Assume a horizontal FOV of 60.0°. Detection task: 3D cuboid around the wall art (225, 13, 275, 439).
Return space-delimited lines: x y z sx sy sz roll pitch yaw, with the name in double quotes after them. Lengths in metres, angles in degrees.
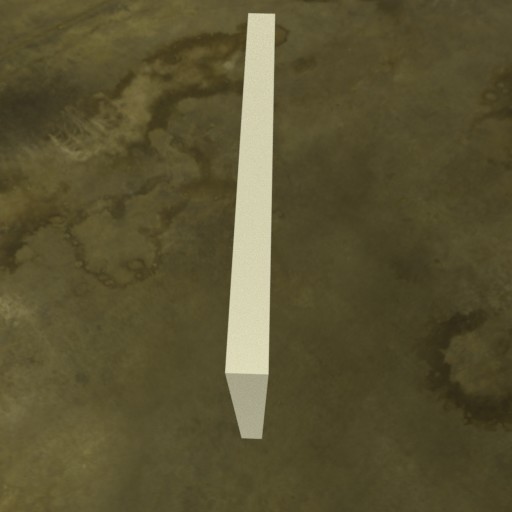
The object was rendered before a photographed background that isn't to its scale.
0.000 0.000 0.729 0.038 0.506 0.506 2 62 1 "wall art"
